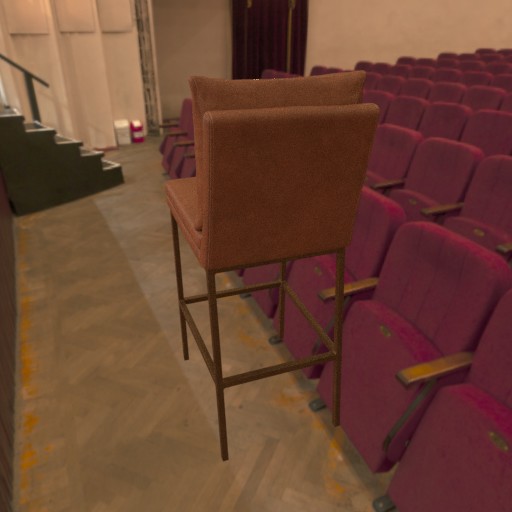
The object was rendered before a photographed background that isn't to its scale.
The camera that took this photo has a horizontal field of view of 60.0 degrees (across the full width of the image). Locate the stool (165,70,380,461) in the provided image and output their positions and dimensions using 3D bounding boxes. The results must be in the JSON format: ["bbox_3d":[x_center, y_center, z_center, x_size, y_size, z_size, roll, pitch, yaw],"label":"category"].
[{"bbox_3d":[0.000,0.000,1.432,0.463,1.124,0.571,-9,28,-18],"label":"stool"}]
